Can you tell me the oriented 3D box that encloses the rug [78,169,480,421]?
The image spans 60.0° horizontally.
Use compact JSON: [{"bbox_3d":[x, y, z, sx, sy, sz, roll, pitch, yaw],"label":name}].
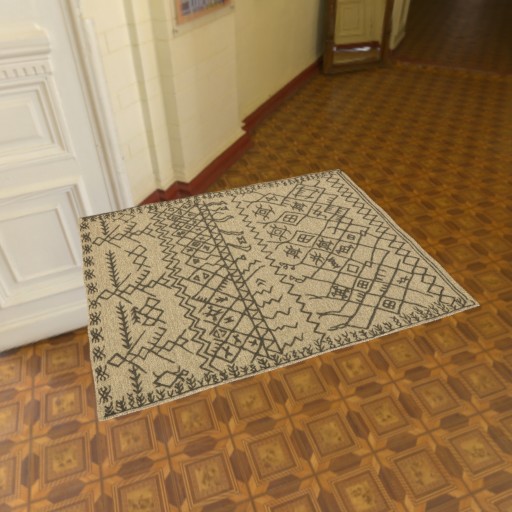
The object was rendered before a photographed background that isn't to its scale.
[{"bbox_3d":[0.000,0.000,3.304,2.455,0.025,1.964,-13,42,-15],"label":"rug"}]
